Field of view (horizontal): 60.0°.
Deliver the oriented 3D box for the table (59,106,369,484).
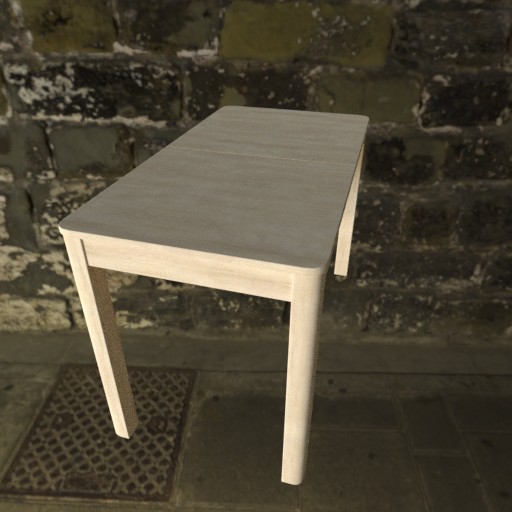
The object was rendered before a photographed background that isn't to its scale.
[{"bbox_3d":[0.000,0.000,1.923,0.750,0.900,1.400,9,33,14],"label":"table"}]
